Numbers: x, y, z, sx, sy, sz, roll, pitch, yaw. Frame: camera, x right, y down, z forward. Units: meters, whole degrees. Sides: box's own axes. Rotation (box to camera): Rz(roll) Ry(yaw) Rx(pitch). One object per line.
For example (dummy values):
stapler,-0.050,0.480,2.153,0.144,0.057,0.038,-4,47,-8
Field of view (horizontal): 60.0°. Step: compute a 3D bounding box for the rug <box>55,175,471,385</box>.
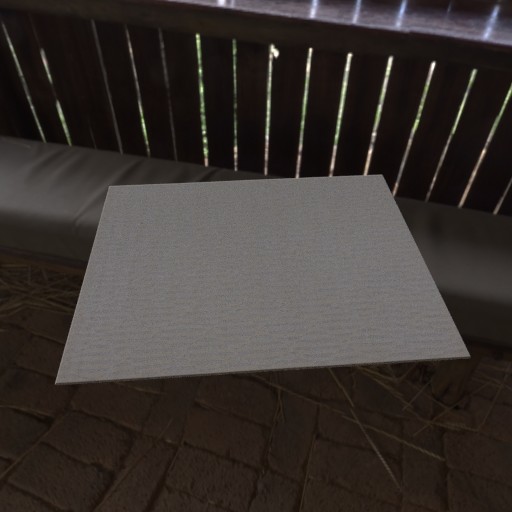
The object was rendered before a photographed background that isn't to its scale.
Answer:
rug,0.000,0.000,4.097,3.055,0.021,2.410,-3,45,-3
